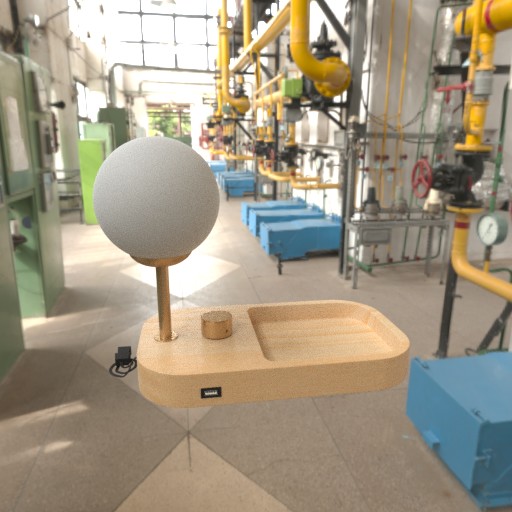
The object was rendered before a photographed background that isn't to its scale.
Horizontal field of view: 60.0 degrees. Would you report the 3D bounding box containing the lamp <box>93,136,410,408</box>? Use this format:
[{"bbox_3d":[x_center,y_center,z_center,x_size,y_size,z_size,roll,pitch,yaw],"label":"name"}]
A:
[{"bbox_3d":[0.000,0.000,0.484,0.331,0.253,0.173,-2,15,-9],"label":"lamp"}]
